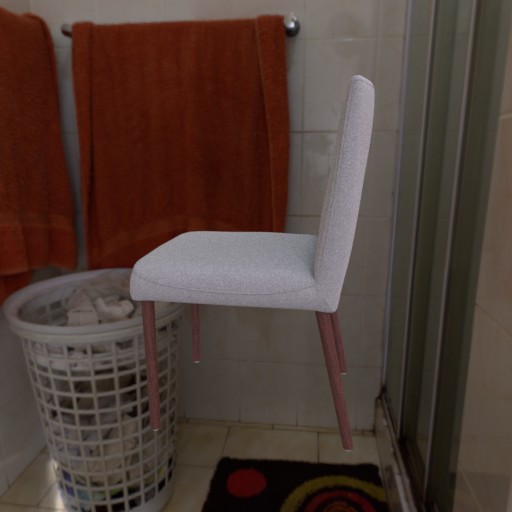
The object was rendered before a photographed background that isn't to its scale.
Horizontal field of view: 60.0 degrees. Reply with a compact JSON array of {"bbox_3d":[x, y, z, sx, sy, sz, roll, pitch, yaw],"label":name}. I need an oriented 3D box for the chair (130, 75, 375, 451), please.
[{"bbox_3d":[0.000,0.000,1.198,0.570,0.859,0.456,2,14,9],"label":"chair"}]
